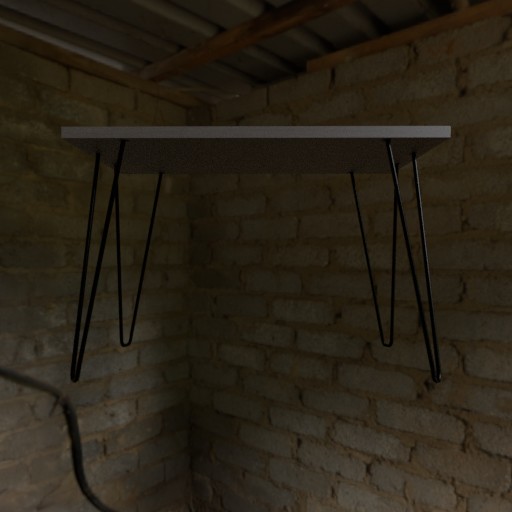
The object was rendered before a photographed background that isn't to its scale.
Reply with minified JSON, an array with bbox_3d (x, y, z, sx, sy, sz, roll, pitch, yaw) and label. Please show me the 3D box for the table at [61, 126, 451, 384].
[{"bbox_3d":[0.000,0.000,1.377,0.991,0.660,0.499,0,0,0],"label":"table"}]
